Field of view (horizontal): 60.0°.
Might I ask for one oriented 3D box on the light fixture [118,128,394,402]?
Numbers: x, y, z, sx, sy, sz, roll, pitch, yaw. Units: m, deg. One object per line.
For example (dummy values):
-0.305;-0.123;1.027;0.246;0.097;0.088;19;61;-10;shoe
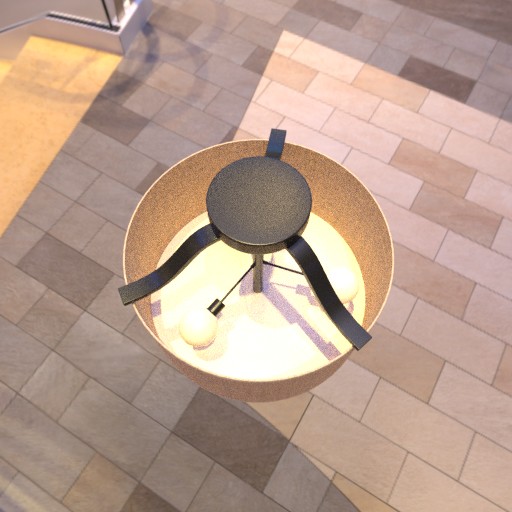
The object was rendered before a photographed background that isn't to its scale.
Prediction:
0.000;0.000;0.660;0.390;0.306;0.390;0;64;0;light fixture
